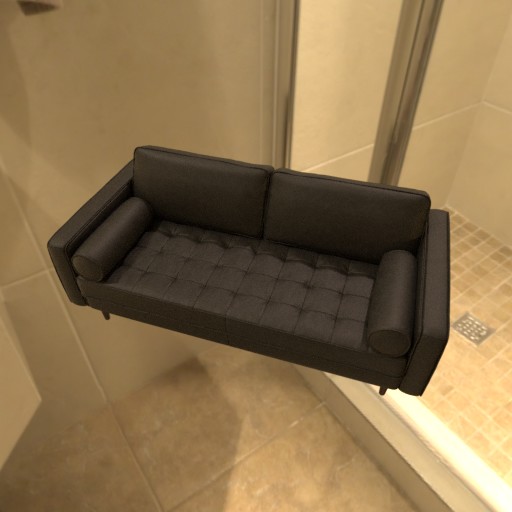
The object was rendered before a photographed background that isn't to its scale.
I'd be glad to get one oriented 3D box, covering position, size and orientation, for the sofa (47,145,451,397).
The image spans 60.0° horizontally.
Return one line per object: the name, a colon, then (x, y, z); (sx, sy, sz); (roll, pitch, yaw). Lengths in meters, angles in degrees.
sofa: (0.000, 0.000, 2.345); (1.879, 0.770, 0.921); (12, 43, 13)
